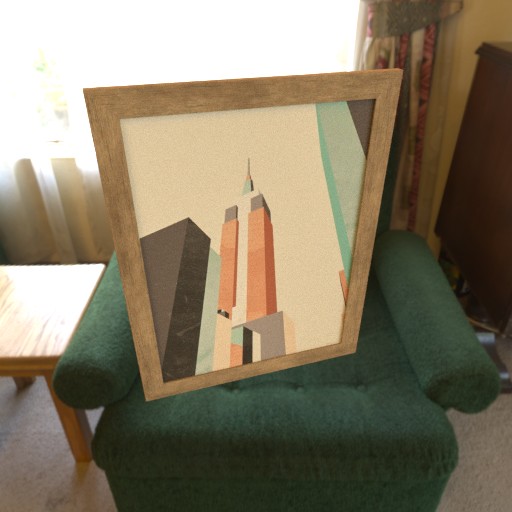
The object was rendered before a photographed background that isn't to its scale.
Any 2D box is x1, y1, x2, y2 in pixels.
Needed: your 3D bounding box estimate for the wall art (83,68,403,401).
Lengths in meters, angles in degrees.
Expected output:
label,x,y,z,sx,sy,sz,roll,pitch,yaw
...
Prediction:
label,x,y,z,sx,sy,sz,roll,pitch,yaw
wall art,0.000,0.000,0.904,0.534,0.686,0.018,-9,34,-14
